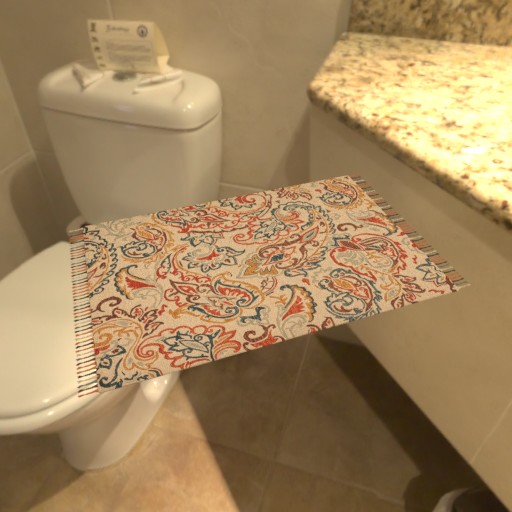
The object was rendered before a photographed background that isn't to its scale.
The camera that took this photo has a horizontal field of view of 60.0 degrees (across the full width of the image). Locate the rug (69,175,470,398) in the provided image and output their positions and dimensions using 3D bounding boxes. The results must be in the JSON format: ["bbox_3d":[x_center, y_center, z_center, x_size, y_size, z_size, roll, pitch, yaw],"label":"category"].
[{"bbox_3d":[0.000,0.000,2.520,1.997,0.010,1.218,-13,43,-14],"label":"rug"}]
